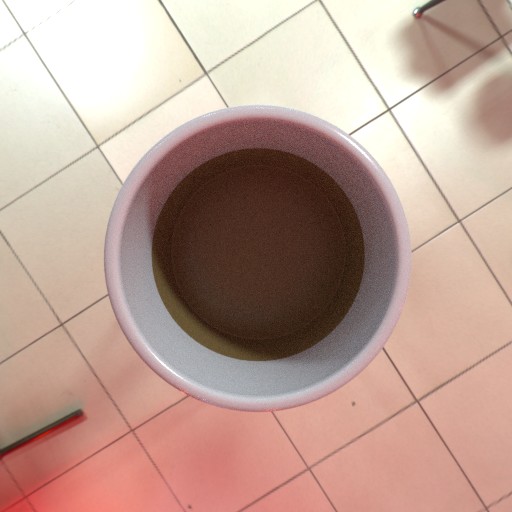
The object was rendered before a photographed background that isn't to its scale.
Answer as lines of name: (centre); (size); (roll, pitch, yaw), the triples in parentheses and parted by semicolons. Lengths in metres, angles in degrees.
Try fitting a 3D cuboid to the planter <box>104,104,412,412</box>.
planter: (0.000, 0.000, 0.642); (0.310, 0.432, 0.310); (0, 92, 1)
